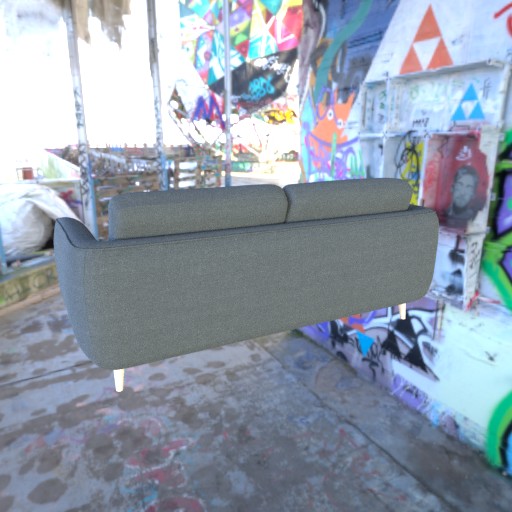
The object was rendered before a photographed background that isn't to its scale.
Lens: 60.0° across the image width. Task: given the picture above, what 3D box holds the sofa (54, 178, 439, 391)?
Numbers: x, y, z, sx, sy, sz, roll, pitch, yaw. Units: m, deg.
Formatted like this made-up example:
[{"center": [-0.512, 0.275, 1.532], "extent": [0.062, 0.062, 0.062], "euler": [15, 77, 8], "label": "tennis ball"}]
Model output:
[{"center": [0.000, 0.000, 2.460], "extent": [2.000, 0.850, 0.920], "euler": [-8, 17, -27], "label": "sofa"}]
